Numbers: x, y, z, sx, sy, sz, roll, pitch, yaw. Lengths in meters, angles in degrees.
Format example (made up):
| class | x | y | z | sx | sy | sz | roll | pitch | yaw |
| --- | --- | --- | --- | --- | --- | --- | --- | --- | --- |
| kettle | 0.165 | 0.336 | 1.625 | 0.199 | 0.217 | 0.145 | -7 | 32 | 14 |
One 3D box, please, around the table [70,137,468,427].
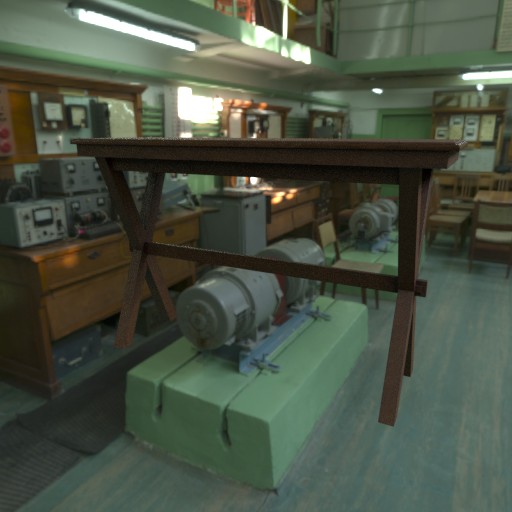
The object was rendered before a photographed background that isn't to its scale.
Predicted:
| class | x | y | z | sx | sy | sz | roll | pitch | yaw |
| --- | --- | --- | --- | --- | --- | --- | --- | --- | --- |
| table | 0.000 | 0.000 | 1.496 | 1.197 | 0.763 | 0.399 | 8 | 18 | 26 |
